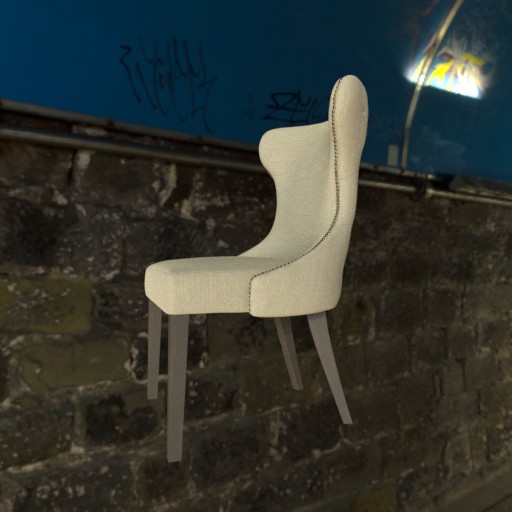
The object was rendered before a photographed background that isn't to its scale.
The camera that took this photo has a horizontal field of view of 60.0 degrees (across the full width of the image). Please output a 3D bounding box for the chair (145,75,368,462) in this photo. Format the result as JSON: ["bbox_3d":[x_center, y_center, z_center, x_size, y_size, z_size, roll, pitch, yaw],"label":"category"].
[{"bbox_3d":[0.000,0.000,1.381,0.635,0.967,0.628,0,0,-19],"label":"chair"}]
